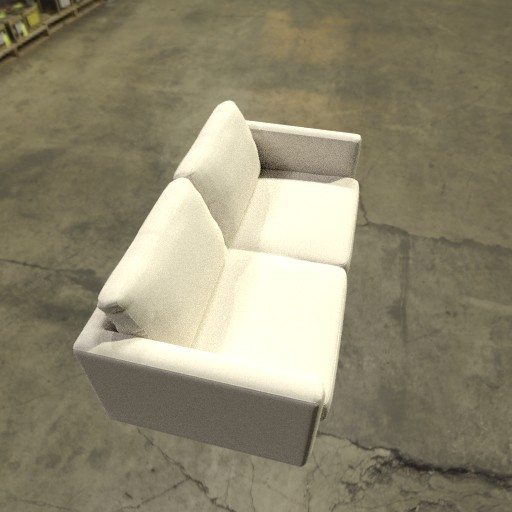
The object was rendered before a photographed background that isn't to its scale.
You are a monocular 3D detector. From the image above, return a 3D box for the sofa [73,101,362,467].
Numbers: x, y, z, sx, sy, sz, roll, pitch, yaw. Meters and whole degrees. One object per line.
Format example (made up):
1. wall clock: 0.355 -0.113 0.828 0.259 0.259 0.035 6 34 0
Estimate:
1. sofa: 0.000 0.000 2.231 0.940 0.893 1.713 10 47 9
